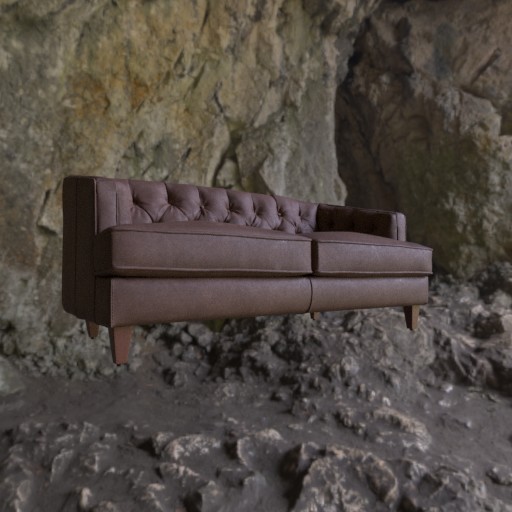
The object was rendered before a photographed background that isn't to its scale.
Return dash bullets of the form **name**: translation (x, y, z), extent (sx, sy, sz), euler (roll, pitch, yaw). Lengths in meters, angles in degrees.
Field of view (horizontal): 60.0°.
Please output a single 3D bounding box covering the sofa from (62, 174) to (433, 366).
- **sofa**: translation (0.000, 0.000, 2.256), extent (1.767, 0.799, 0.917), euler (1, -3, -35)
